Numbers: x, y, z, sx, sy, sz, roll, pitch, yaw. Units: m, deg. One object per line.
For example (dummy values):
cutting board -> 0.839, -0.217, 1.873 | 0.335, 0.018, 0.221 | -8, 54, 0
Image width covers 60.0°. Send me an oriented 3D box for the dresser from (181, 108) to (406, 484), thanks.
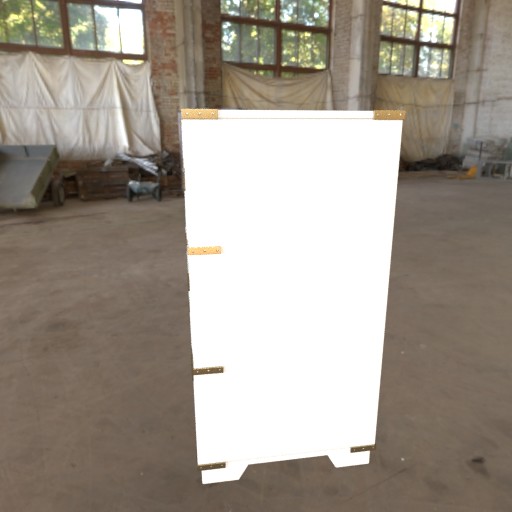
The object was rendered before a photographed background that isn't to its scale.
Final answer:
dresser -> 0.000, 0.000, 1.487 | 0.460, 0.891, 1.022 | -3, 16, -9
